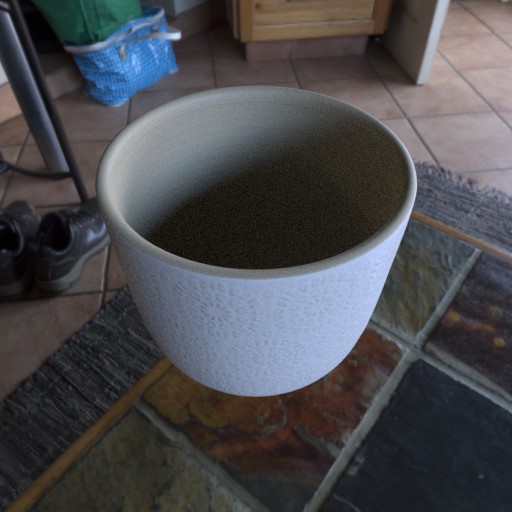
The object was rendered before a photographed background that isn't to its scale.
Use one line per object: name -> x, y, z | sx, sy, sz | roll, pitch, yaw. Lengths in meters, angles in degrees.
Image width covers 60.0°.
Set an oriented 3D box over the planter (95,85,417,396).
planter -> 0.000, 0.000, 0.363 | 0.208, 0.190, 0.208 | 0, 47, 0
